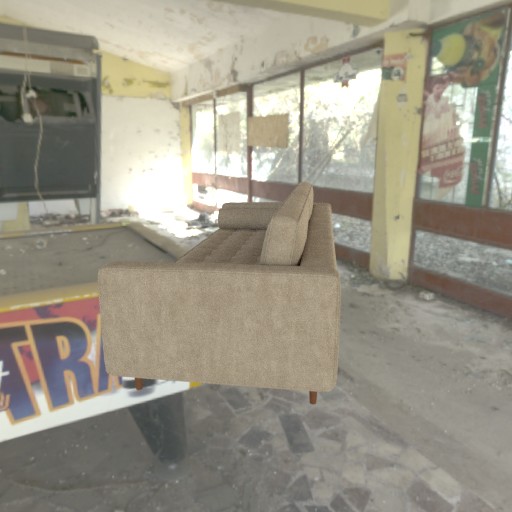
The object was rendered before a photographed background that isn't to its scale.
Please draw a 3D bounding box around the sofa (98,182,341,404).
[{"bbox_3d":[0.000,0.000,2.662,0.919,0.770,2.200,2,13,8],"label":"sofa"}]
